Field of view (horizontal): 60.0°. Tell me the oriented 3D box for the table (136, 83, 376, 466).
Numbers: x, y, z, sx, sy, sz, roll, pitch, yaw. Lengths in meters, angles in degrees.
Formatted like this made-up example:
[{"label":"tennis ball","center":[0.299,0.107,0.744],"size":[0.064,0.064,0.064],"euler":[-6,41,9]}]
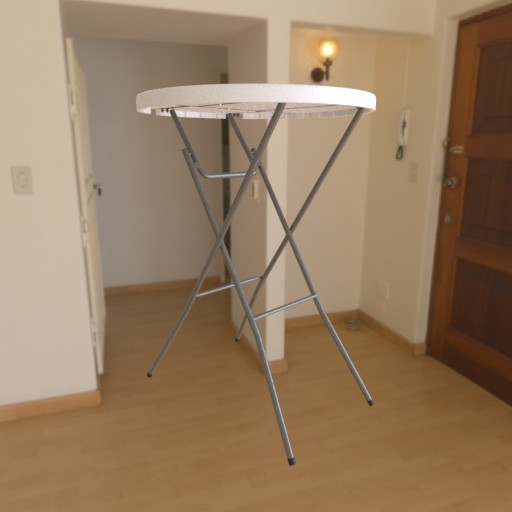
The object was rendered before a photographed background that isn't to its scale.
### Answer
[{"label":"table","center":[0.000,0.000,1.645],"size":[0.792,1.105,0.795],"euler":[-14,20,-43]}]
